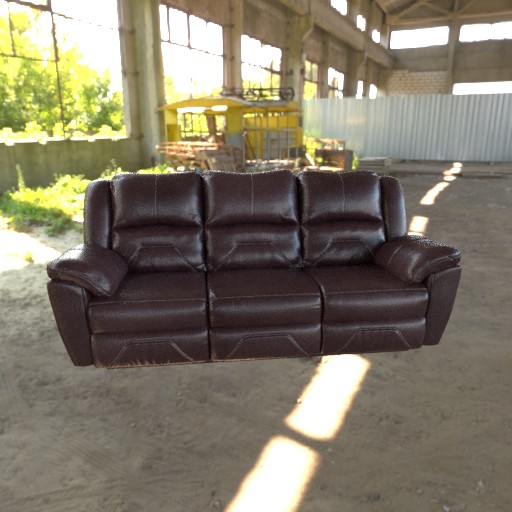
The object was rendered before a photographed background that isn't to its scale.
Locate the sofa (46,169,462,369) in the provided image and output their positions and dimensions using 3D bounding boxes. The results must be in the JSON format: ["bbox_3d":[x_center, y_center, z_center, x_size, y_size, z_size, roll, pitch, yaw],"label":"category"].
[{"bbox_3d":[0.000,0.000,2.879,2.337,1.043,0.991,-2,16,-7],"label":"sofa"}]
